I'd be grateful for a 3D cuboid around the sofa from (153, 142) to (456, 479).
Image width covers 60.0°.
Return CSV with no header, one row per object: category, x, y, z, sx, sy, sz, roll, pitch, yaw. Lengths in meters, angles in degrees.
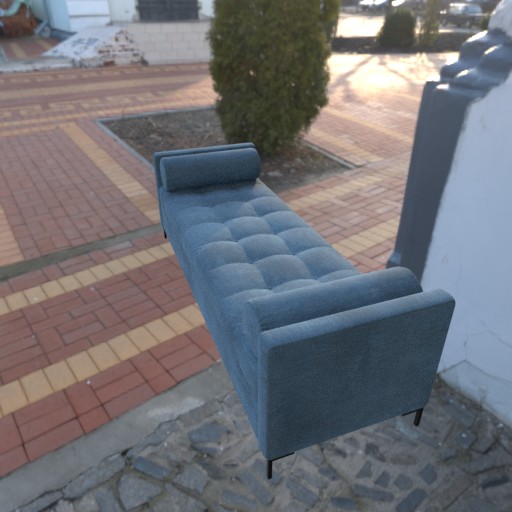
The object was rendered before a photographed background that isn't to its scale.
sofa,0.000,0.000,2.308,0.686,0.635,1.981,-11,32,-18
